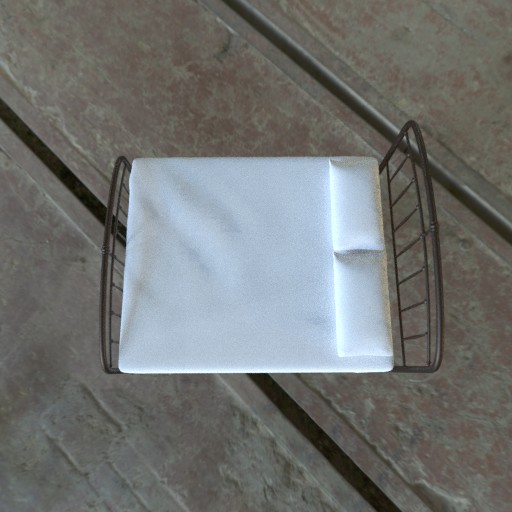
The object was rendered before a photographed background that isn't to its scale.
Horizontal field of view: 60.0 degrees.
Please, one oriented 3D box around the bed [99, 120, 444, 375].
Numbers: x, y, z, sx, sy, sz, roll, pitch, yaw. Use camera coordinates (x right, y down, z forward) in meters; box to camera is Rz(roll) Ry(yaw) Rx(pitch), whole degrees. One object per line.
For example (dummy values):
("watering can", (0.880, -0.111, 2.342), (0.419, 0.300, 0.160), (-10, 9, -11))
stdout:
("bed", (0.000, 0.000, 3.295), (2.180, 1.425, 1.711), (0, 76, 0))
